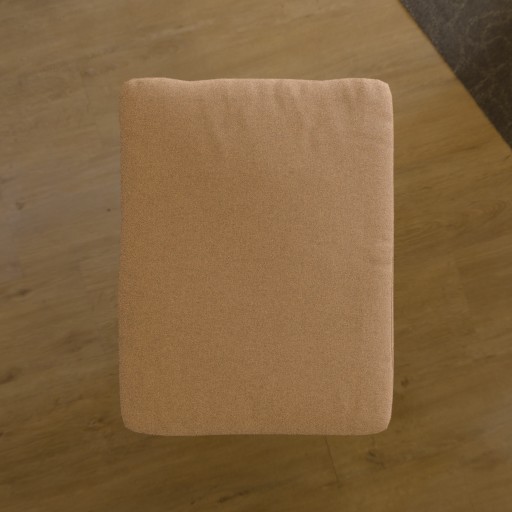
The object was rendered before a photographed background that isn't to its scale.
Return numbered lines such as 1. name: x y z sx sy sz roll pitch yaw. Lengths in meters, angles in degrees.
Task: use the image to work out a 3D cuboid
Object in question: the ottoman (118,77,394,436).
1. ottoman: 0.000 0.000 1.297 0.692 0.511 0.902 0 90 0
